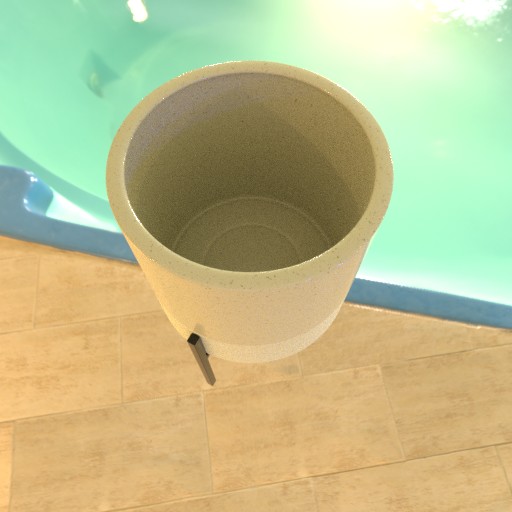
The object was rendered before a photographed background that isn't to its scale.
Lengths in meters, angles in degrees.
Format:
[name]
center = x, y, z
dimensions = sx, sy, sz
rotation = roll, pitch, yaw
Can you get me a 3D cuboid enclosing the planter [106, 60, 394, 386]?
[planter]
center = 0.000, 0.000, 0.337
dimensions = 0.159, 0.230, 0.152
rotation = -2, 63, -1
